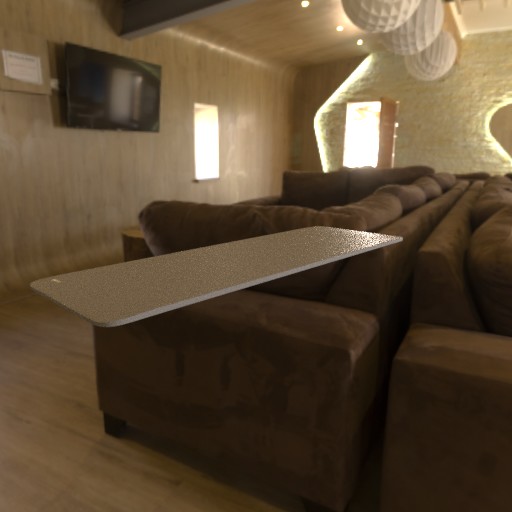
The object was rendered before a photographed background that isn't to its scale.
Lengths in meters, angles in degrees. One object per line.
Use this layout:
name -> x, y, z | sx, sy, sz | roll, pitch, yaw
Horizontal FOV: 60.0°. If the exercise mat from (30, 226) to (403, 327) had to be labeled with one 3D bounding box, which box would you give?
exercise mat -> 0.000, 0.000, 2.119 | 0.616, 0.021, 1.884 | 12, 18, 42
